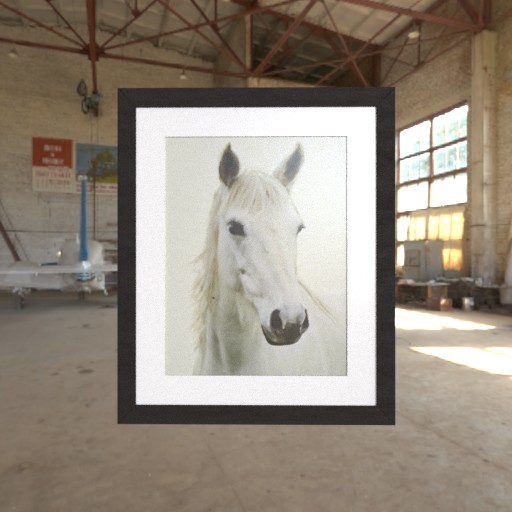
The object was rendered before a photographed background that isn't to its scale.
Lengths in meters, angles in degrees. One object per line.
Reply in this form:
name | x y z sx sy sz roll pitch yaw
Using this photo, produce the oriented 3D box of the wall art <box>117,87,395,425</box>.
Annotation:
wall art | 0.000 0.000 0.743 0.455 0.552 0.034 0 0 1
